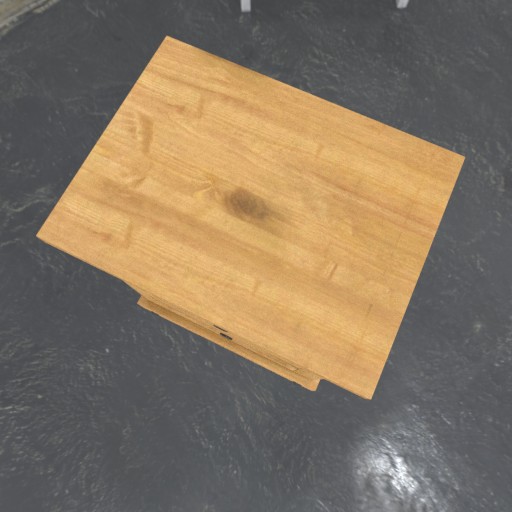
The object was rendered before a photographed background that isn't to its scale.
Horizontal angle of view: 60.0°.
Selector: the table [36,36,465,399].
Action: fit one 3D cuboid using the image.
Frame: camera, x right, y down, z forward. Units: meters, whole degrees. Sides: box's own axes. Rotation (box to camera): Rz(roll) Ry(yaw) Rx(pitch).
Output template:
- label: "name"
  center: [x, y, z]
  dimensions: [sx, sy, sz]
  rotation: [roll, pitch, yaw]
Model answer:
- label: "table"
  center: [0.000, 0.000, 1.225]
  dimensions: [0.660, 0.813, 0.500]
  rotation: [25, 75, 7]
